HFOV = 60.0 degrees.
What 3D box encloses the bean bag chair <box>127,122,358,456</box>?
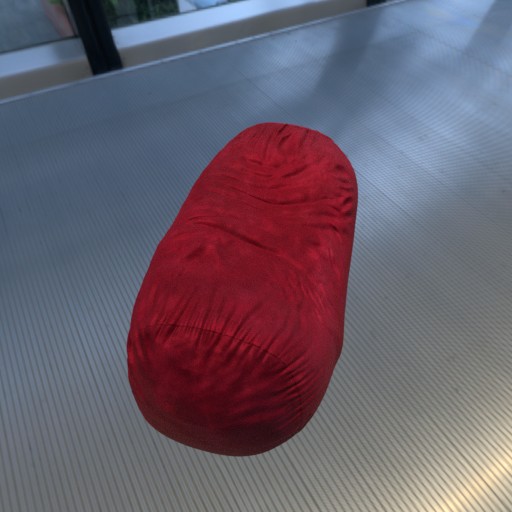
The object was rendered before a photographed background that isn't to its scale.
[{"bbox_3d":[0.000,0.000,2.760,1.216,0.867,2.293,11,48,10],"label":"bean bag chair"}]
